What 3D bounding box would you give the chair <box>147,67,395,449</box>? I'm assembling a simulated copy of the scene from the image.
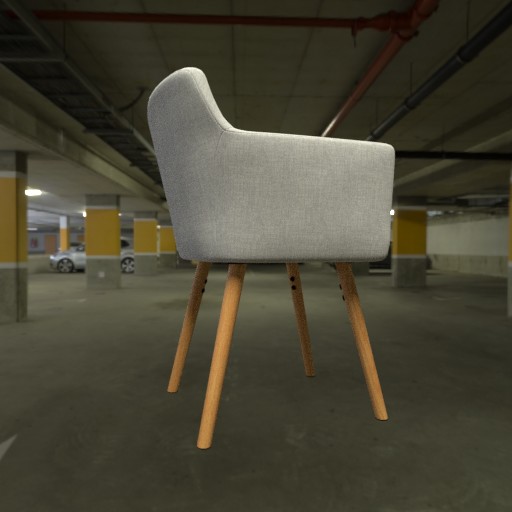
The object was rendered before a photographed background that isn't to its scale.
[{"bbox_3d":[0.000,0.000,1.153,0.540,0.780,0.570,0,1,-20],"label":"chair"}]
